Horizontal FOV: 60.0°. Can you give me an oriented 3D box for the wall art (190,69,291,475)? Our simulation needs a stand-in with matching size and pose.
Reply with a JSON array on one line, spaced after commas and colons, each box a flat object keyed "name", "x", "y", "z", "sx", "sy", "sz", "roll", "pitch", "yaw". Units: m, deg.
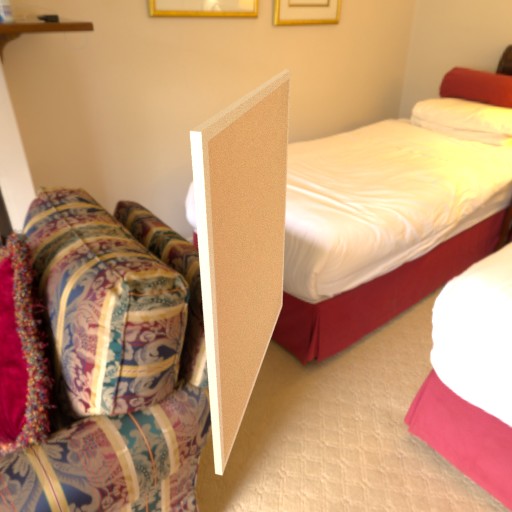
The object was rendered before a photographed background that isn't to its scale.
[{"name": "wall art", "x": 0.000, "y": 0.000, "z": 0.787, "sx": 0.012, "sy": 0.557, "sz": 0.482, "roll": 7, "pitch": 31, "yaw": 13}]
